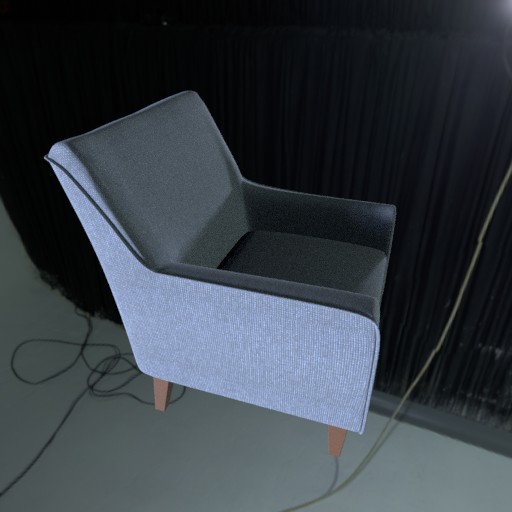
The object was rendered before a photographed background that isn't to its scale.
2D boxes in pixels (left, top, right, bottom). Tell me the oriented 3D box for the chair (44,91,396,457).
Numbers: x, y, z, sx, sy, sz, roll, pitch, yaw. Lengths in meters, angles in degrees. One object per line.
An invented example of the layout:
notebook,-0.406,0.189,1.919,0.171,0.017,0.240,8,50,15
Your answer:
chair,0.000,0.000,1.536,0.899,0.919,0.780,10,32,16
